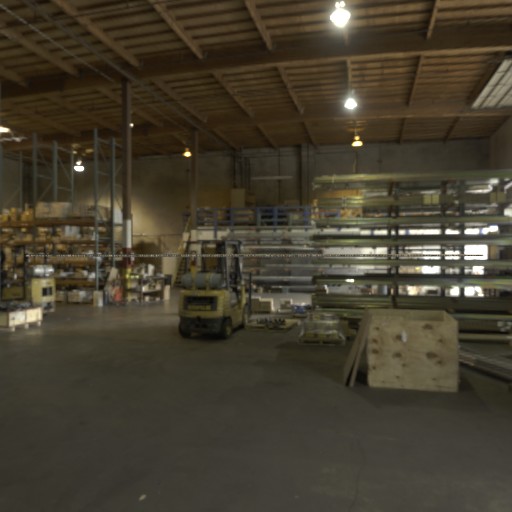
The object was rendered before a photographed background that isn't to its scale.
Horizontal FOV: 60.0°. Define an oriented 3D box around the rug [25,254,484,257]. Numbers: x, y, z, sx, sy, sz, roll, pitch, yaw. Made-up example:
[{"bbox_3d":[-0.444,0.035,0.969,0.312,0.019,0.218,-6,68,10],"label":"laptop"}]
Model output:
[{"bbox_3d":[0.000,0.000,3.969,2.932,0.015,2.315,0,0,1],"label":"rug"}]
